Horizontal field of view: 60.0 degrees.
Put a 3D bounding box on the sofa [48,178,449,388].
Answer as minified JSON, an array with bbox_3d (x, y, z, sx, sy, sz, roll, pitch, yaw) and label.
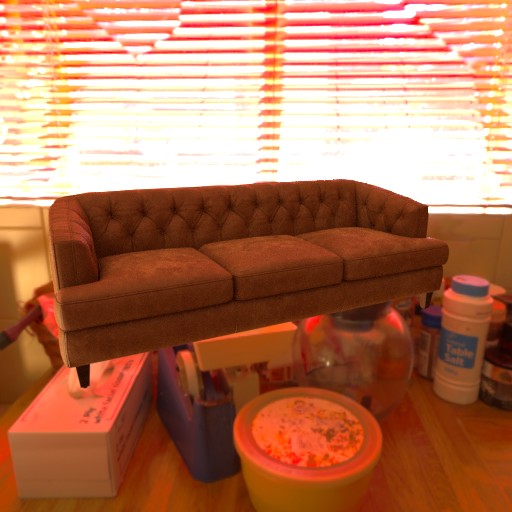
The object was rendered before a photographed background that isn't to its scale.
[{"bbox_3d":[0.000,0.000,2.662,2.257,0.791,0.922,-8,17,-25],"label":"sofa"}]
